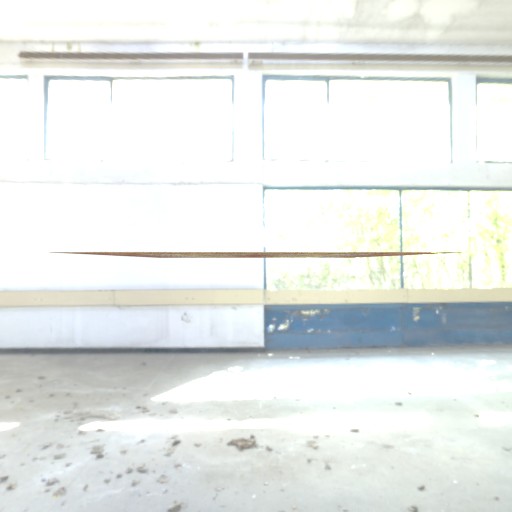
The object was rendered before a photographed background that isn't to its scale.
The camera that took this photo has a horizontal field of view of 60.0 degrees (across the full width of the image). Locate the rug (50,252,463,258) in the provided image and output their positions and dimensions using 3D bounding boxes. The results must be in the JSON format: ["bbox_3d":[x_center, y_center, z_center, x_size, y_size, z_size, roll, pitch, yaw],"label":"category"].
[{"bbox_3d":[0.000,0.000,4.149,2.460,0.005,3.067,0,-1,0],"label":"rug"}]
